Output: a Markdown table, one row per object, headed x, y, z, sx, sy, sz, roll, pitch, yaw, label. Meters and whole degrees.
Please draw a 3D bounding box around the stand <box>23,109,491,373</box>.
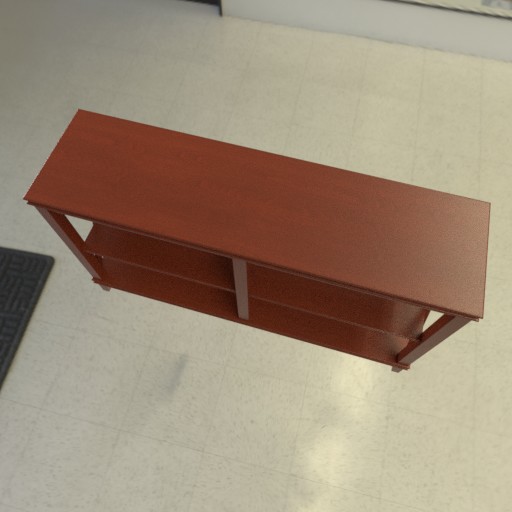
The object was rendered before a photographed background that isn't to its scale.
| x | y | z | sx | sy | sz | roll | pitch | yaw | label |
| --- | --- | --- | --- | --- | --- | --- | --- | --- | --- |
| 0.000 | 0.000 | 1.686 | 1.372 | 0.762 | 0.381 | 15 | 65 | 7 | stand |
